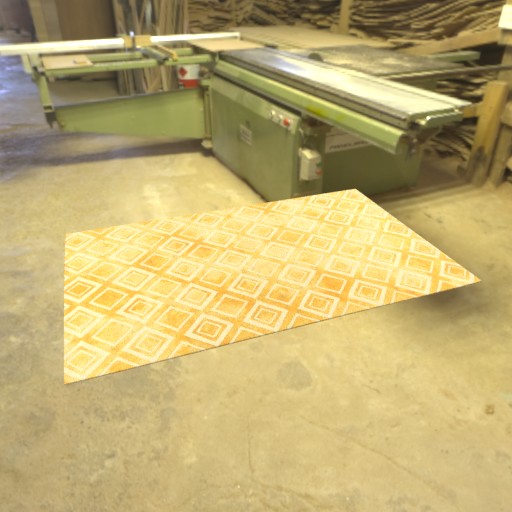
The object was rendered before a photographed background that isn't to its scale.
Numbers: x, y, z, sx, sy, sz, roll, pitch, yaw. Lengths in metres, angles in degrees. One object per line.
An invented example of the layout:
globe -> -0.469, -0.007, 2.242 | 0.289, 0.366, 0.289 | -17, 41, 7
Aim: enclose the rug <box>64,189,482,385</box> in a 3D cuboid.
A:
rug -> 0.000, 0.000, 2.983 | 2.424, 0.010, 1.511 | -11, 33, -17
